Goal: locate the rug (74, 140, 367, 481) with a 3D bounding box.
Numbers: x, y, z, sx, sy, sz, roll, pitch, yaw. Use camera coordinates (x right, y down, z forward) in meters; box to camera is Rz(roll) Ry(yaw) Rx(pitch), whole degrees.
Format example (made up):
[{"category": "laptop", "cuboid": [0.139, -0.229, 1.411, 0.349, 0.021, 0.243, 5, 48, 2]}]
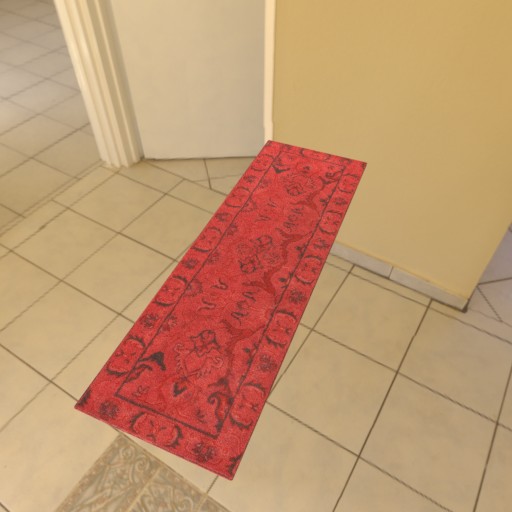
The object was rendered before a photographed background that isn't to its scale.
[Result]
[{"category": "rug", "cuboid": [0.000, 0.000, 2.715, 0.813, 0.018, 2.439, 17, 49, 15]}]
